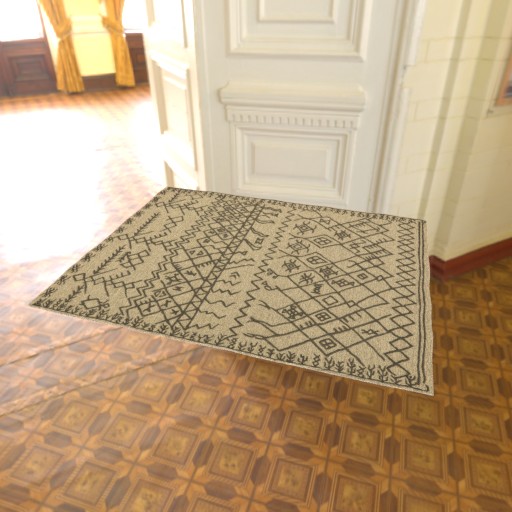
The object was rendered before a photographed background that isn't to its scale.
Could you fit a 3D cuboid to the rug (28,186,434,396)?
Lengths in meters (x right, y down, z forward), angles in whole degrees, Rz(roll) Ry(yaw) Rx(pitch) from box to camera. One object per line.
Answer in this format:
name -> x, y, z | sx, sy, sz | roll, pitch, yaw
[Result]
rug -> 0.000, 0.000, 3.284 | 2.455, 0.025, 1.964 | 9, 34, 14
